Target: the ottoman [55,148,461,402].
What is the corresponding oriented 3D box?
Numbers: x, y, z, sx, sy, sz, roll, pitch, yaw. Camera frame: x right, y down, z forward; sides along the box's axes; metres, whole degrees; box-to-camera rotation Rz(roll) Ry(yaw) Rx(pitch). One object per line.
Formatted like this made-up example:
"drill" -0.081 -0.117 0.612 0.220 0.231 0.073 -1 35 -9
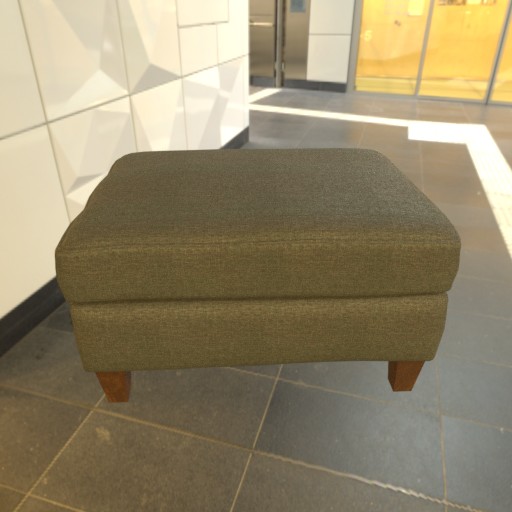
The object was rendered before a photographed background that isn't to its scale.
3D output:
"ottoman" 0.000 0.000 1.206 0.826 0.496 0.639 -1 30 -2
